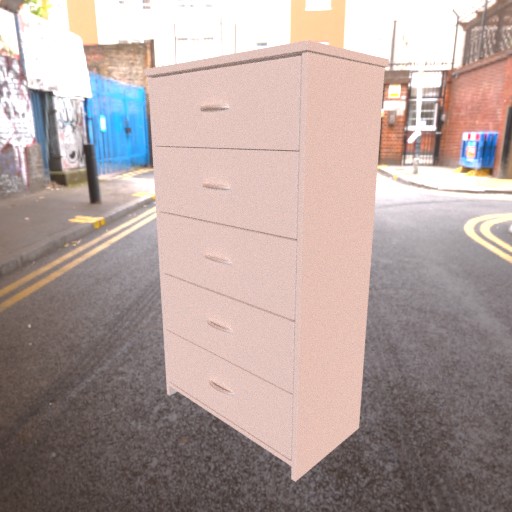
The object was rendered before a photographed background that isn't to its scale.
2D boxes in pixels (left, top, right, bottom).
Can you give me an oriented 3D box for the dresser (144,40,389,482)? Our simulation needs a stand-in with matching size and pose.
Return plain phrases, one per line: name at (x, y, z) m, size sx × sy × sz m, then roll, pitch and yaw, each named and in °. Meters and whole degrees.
dresser at (0.000, 0.000, 1.566) m, size 0.704 × 1.255 × 0.399 m, roll 15°, pitch 21°, yaw 42°
